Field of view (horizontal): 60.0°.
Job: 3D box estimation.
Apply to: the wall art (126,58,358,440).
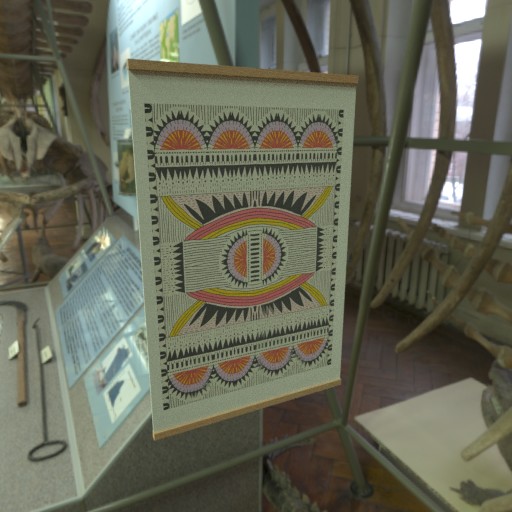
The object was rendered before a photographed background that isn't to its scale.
[{"bbox_3d":[0.000,0.000,1.951,0.999,1.533,0.028,-8,17,-26],"label":"wall art"}]
